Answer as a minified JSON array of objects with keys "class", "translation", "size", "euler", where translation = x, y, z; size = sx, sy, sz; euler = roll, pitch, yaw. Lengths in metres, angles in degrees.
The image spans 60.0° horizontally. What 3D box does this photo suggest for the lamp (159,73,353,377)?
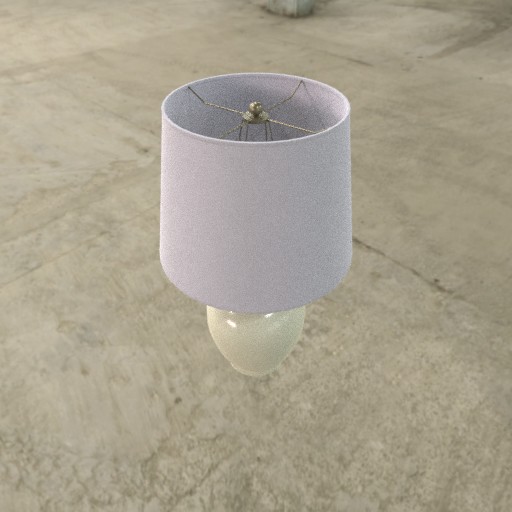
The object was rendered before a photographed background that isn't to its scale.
[{"class":"lamp","translation":[0.000,0.000,0.572],"size":[0.239,0.399,0.239],"euler":[0,39,0]}]
